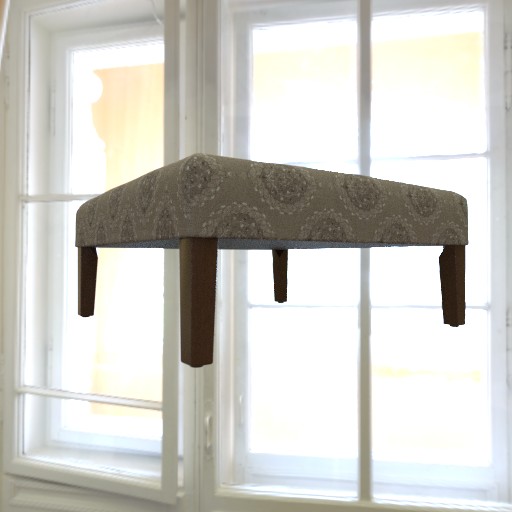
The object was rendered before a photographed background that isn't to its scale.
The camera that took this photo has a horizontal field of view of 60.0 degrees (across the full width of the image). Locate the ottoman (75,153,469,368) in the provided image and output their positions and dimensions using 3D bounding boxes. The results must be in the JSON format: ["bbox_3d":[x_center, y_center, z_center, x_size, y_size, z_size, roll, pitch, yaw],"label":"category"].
[{"bbox_3d":[0.000,0.000,1.387,0.890,0.411,0.889,0,0,-34],"label":"ottoman"}]
